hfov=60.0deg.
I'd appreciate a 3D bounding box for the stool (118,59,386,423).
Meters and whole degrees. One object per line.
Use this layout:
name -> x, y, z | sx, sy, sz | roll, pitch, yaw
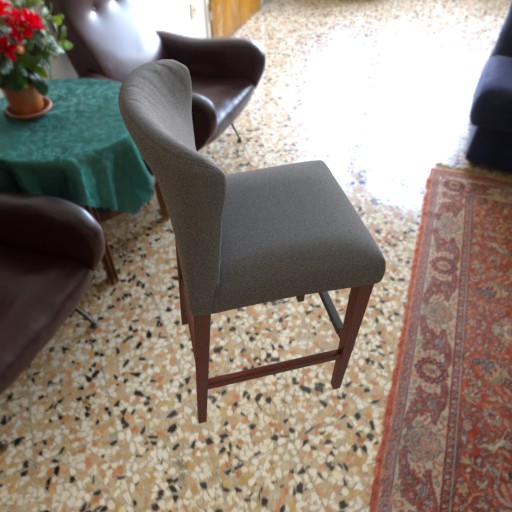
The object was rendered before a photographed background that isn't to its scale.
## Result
stool -> 0.000, 0.000, 1.307 | 0.568, 1.069, 0.481 | -10, 47, -10
